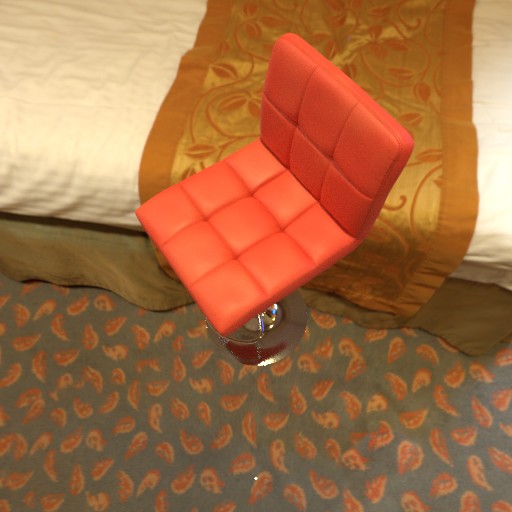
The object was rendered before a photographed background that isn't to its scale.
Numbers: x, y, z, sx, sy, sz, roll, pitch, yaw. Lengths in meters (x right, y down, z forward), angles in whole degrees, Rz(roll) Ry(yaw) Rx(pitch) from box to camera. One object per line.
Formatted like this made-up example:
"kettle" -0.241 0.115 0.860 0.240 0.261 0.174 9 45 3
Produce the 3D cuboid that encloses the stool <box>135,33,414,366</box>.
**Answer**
"stool" 0.000 0.000 1.361 0.505 1.115 0.430 -33 68 -15
